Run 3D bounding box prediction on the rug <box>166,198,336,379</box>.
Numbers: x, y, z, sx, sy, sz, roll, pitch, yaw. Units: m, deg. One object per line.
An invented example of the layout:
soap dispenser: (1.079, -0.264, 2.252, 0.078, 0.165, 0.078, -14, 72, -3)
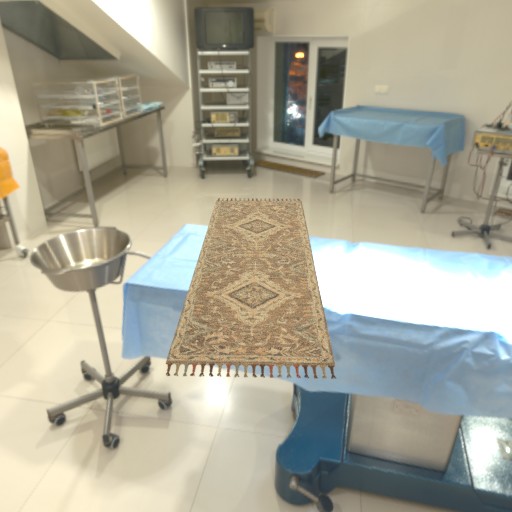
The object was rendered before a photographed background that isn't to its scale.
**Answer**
rug: (0.000, 0.000, 2.877, 1.324, 0.018, 2.378, 8, 28, 15)
